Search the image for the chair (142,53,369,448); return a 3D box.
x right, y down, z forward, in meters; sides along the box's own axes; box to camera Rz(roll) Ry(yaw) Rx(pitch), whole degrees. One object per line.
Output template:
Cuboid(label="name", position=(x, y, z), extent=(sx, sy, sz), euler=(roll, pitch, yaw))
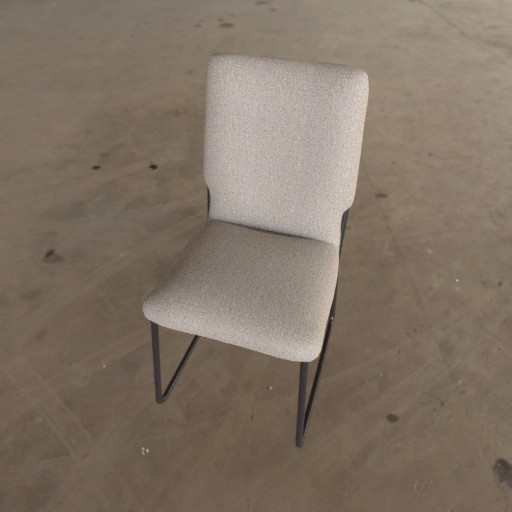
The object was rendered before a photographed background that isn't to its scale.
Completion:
Cuboid(label="chair", position=(0.000, 0.000, 1.177), extent=(0.448, 0.864, 0.560), euler=(12, 43, 14))
